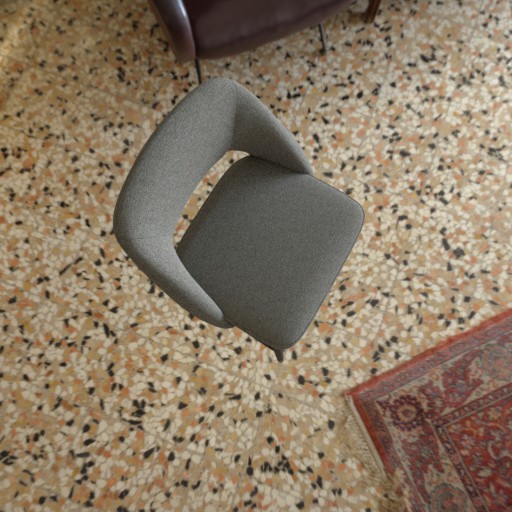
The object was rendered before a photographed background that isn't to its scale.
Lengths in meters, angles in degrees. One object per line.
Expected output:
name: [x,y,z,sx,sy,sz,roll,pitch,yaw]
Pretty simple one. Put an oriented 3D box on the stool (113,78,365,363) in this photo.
stool: [0.000,0.000,1.419,0.524,1.089,0.536,30,78,7]
